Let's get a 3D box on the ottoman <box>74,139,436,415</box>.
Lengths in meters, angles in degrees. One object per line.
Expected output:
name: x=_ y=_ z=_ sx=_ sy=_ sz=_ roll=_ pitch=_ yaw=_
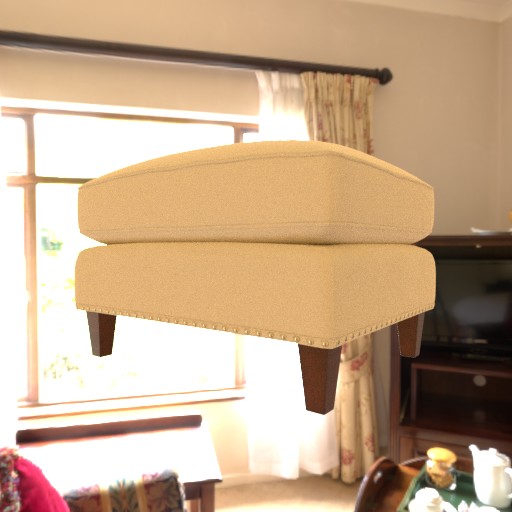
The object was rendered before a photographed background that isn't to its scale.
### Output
ottoman: x=0.000 y=0.000 z=1.138 sx=0.741 sy=0.513 sz=0.584 roll=1 pitch=2 yaw=37
